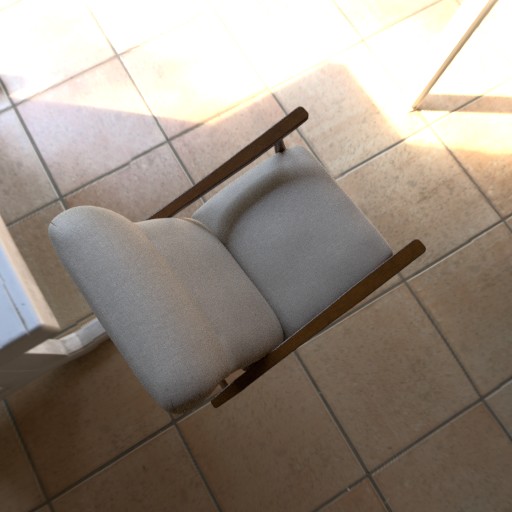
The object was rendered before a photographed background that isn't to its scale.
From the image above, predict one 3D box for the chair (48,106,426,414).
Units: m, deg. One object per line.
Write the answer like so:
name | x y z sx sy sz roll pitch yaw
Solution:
chair | 0.000 0.000 1.730 1.030 1.082 0.762 -36 78 -9
